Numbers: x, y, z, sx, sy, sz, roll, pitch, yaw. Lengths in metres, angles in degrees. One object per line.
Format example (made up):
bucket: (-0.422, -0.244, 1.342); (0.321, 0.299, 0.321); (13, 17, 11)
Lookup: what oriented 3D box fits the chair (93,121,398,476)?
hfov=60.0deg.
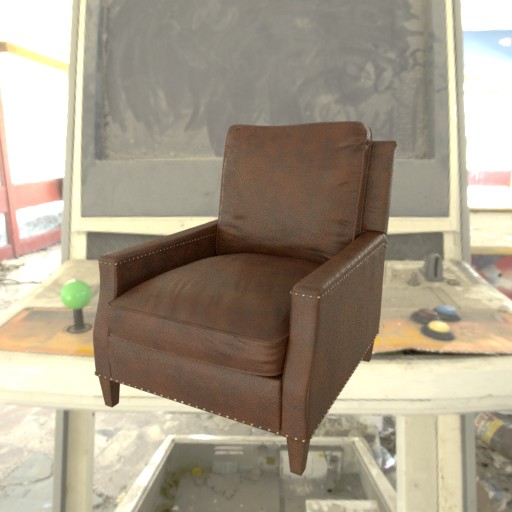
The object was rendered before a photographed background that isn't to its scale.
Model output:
chair: (0.000, 0.000, 1.773); (0.854, 1.054, 1.035); (7, 16, 27)
